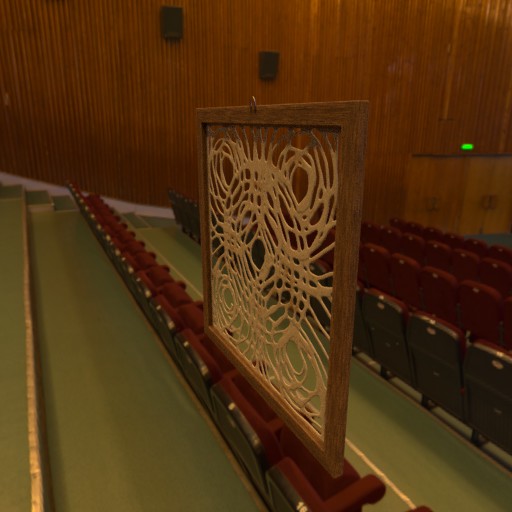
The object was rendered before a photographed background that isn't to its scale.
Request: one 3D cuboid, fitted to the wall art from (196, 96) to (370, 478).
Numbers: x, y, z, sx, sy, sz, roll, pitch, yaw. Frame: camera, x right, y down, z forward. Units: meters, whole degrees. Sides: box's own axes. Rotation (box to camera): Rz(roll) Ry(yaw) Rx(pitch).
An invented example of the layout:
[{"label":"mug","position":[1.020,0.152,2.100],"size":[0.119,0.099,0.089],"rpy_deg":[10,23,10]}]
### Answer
[{"label":"wall art","position":[0.000,0.000,0.850],"size":[0.021,0.576,0.561],"rpy_deg":[-9,19,-26]}]
